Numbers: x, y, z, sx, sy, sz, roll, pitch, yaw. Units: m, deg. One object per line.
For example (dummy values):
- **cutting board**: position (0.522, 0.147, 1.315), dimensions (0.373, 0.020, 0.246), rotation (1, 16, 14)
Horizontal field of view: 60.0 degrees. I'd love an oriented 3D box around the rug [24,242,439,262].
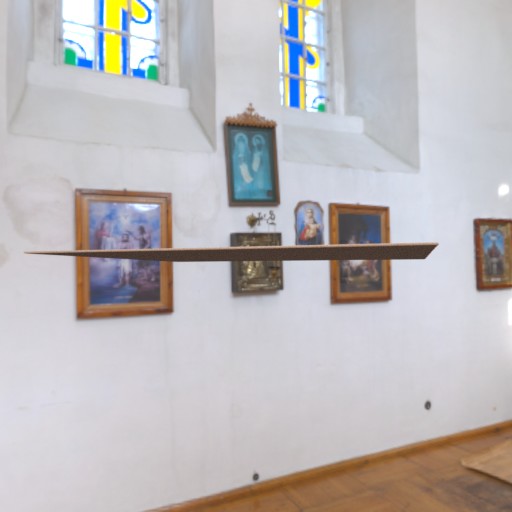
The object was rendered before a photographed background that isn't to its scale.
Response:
- **rug**: position (0.000, 0.000, 4.146), dimensions (3.039, 0.018, 2.462), rotation (-1, -3, 19)
